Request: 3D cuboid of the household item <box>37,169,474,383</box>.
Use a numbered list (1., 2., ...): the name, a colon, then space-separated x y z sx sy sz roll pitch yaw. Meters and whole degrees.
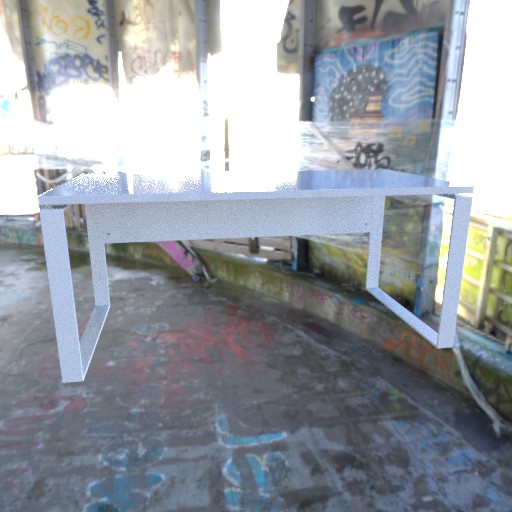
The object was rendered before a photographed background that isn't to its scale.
1. household item: 0.000 0.000 2.177 1.700 0.745 0.800 -3 16 -10
